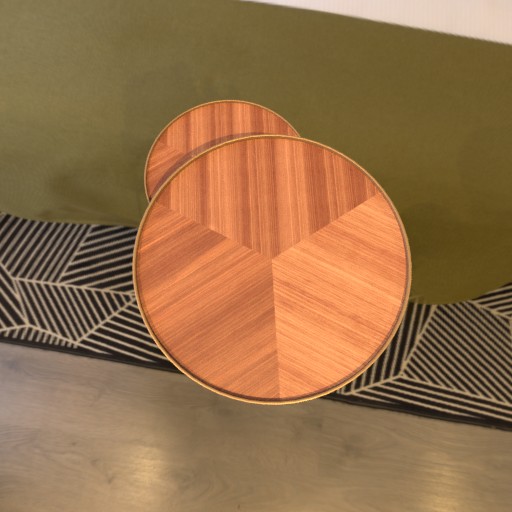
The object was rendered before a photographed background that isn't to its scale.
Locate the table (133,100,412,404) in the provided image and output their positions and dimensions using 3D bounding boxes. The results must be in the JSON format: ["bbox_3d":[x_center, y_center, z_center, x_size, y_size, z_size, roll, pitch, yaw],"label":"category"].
[{"bbox_3d":[0.000,0.000,1.135,0.532,0.555,0.751,-21,76,-5],"label":"table"}]
